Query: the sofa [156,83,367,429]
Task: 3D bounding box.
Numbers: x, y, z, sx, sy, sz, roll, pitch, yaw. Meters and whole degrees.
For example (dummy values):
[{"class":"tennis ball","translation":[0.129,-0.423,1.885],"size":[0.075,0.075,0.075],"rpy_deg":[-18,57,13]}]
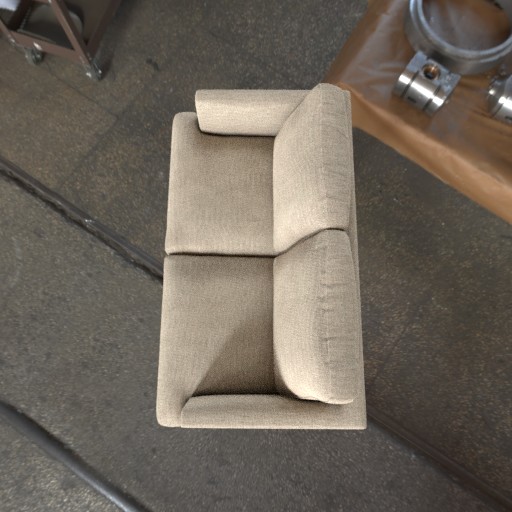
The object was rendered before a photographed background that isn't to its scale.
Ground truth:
[{"class":"sofa","translation":[0.000,0.000,2.170],"size":[0.903,0.944,1.582],"rpy_deg":[0,76,0]}]
